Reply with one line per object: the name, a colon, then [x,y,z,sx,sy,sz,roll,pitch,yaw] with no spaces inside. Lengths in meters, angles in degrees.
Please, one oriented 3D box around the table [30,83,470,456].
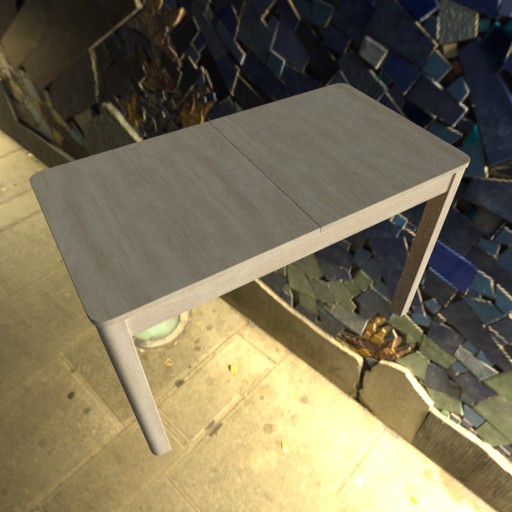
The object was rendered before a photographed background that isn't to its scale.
table: [0.000,0.000,1.887,1.400,0.900,0.750,-24,50,-21]
